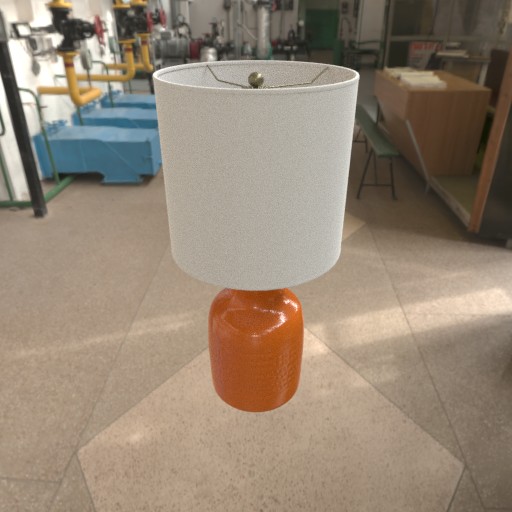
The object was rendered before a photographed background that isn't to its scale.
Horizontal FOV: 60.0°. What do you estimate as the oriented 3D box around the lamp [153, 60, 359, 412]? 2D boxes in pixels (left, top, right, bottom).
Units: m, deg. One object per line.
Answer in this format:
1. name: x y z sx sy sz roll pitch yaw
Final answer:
1. lamp: 0.000 0.000 1.128 0.418 0.871 0.418 2 30 3
